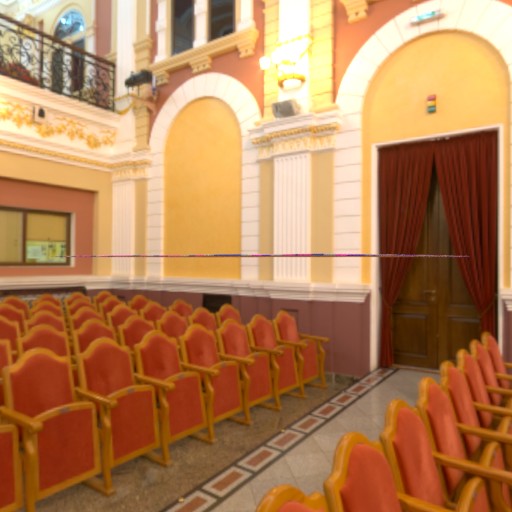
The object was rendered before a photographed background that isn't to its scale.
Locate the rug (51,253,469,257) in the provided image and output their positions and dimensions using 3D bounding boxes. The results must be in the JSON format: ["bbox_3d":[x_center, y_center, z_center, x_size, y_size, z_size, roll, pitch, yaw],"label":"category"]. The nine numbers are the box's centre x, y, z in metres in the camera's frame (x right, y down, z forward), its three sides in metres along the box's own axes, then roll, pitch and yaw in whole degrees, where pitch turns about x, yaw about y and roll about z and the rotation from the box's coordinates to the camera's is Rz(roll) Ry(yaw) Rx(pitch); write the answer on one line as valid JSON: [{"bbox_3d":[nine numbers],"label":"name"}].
[{"bbox_3d":[0.000,0.000,2.943,2.350,0.013,1.539,0,0,36],"label":"rug"}]
